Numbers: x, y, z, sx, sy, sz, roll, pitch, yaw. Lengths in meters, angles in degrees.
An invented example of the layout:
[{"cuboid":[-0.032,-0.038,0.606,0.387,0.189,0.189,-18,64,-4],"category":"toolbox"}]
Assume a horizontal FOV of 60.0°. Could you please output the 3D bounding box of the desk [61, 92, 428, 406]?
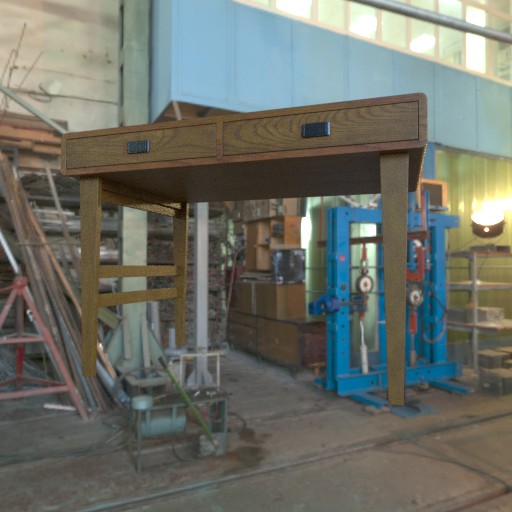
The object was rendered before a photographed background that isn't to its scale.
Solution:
[{"cuboid":[0.000,0.000,1.514,1.066,0.754,0.660,0,-2,18],"category":"desk"}]
